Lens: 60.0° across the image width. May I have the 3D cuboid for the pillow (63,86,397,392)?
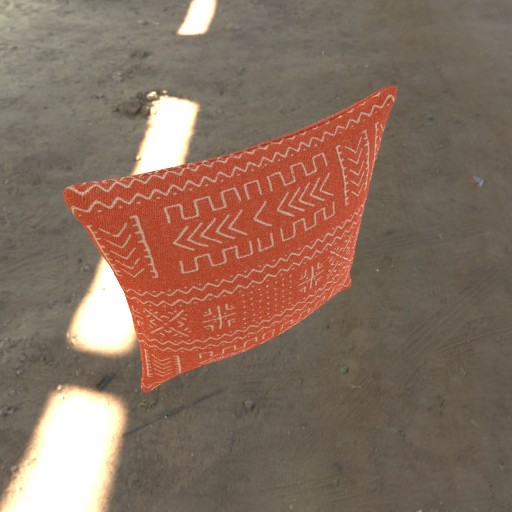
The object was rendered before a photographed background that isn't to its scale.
[{"bbox_3d":[0.000,0.000,0.656,0.438,0.429,0.164,-24,52,-20],"label":"pillow"}]
